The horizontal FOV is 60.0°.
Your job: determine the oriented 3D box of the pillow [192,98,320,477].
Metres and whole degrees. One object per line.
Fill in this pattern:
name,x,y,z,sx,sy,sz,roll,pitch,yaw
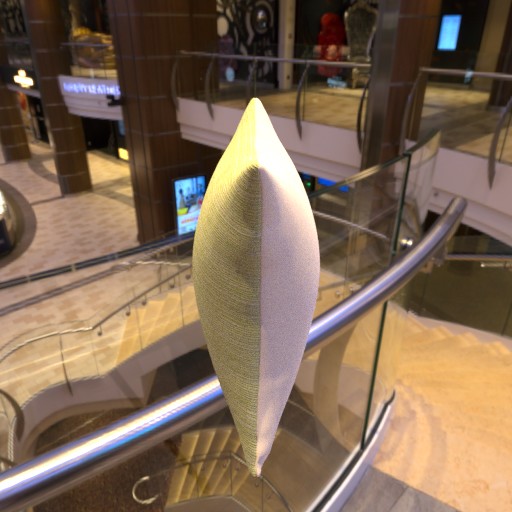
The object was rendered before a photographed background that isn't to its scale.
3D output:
pillow,0.000,0.000,0.816,0.229,0.487,0.560,0,27,0
